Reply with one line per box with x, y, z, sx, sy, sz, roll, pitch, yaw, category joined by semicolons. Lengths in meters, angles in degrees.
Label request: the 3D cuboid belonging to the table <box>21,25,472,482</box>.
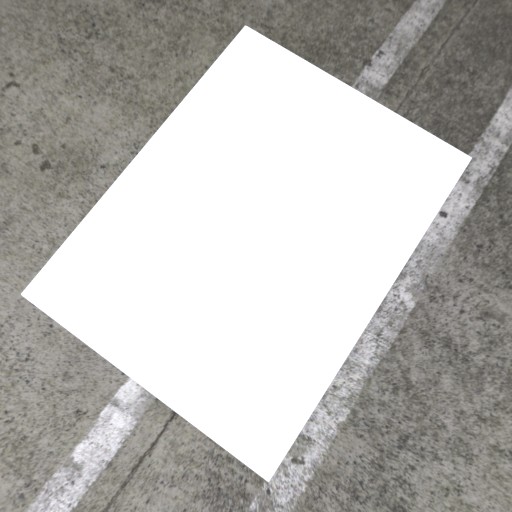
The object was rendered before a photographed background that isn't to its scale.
0.000;0.000;0.783;0.399;0.357;0.517;34;78;8;table
